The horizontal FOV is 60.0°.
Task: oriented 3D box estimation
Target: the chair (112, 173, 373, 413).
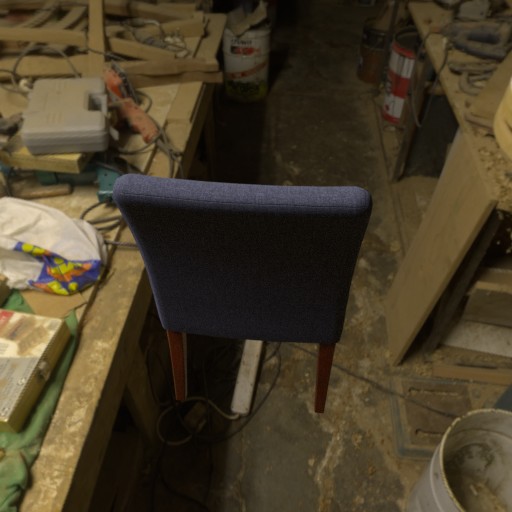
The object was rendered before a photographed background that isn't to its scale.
[{"bbox_3d":[0.000,0.000,1.291,0.508,0.952,0.655,4,46,4],"label":"chair"}]
